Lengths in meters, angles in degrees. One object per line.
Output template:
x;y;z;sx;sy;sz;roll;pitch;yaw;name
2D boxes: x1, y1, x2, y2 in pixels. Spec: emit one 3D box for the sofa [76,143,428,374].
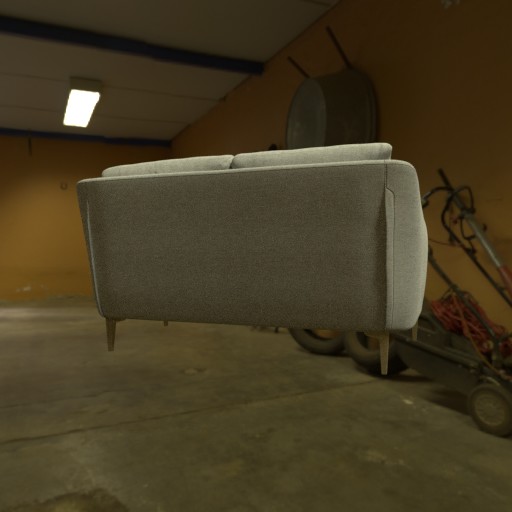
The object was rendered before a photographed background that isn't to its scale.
0.000;0.000;2.196;1.619;0.904;0.960;0;0;19;sofa
